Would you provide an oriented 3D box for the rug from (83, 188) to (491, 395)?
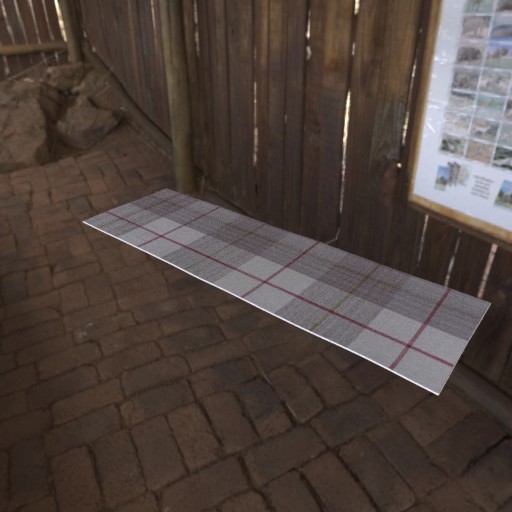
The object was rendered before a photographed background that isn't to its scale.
[{"bbox_3d":[0.000,0.000,2.643,2.439,0.013,0.762,22,37,32],"label":"rug"}]
